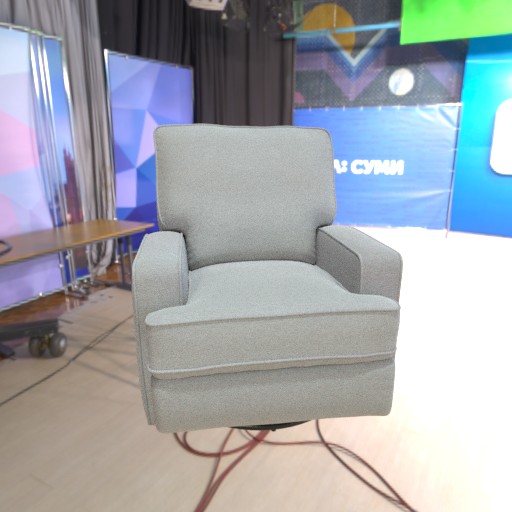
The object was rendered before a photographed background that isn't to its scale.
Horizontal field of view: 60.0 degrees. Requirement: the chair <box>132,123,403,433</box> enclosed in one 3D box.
[{"bbox_3d":[0.000,0.000,1.686,0.861,0.964,0.969,-2,17,-8],"label":"chair"}]
